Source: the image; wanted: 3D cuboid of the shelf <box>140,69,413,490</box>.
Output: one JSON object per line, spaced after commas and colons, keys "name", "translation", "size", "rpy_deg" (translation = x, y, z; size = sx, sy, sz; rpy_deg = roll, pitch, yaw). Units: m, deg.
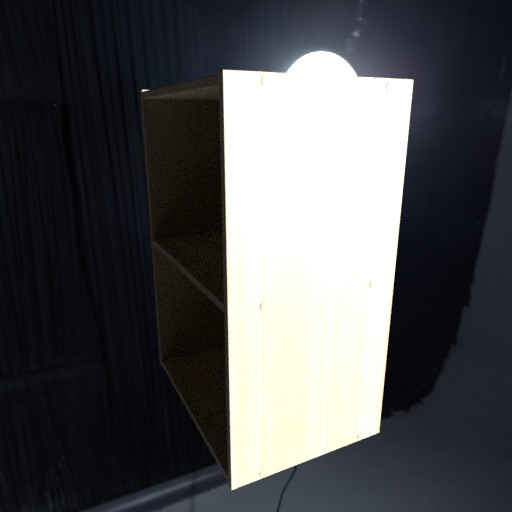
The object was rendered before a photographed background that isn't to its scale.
{"name": "shelf", "translation": [0.000, 0.000, 0.823], "size": [0.290, 0.592, 0.414], "rpy_deg": [-8, 19, -25]}
